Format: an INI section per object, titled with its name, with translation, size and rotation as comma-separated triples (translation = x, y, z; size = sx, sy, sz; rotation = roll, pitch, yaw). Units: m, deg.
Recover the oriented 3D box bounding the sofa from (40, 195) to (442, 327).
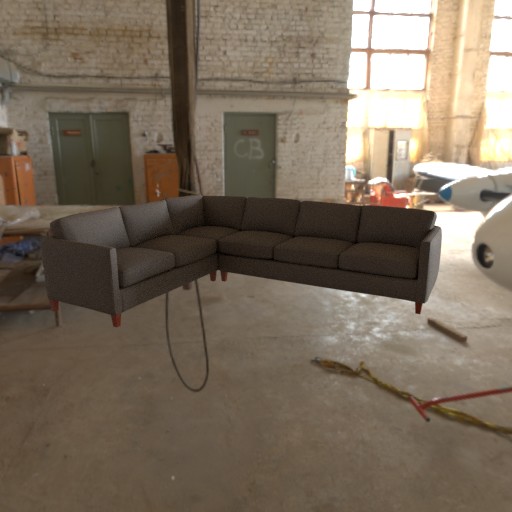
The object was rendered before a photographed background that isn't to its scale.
[sofa]
translation = 0.000, 0.000, 4.548
size = 3.302, 0.947, 2.593
rotation = 7, 16, 27
